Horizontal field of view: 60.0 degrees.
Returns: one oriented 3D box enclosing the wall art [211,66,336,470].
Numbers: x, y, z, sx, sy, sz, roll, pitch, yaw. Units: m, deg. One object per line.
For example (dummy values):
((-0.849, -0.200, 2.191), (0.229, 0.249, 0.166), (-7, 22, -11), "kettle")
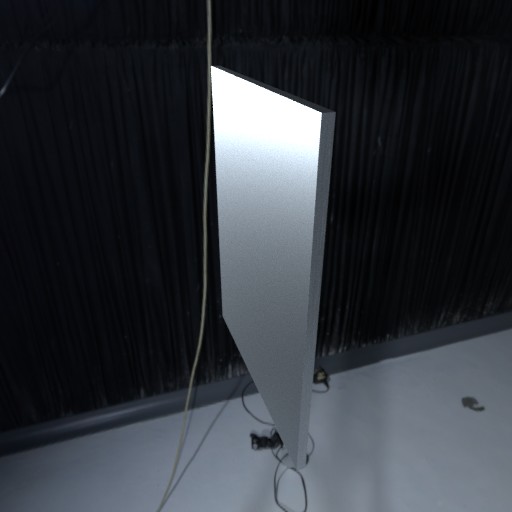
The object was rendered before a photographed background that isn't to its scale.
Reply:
((0.000, 0.000, 1.423), (0.030, 1.046, 0.816), (-10, 31, -17), "wall art")
